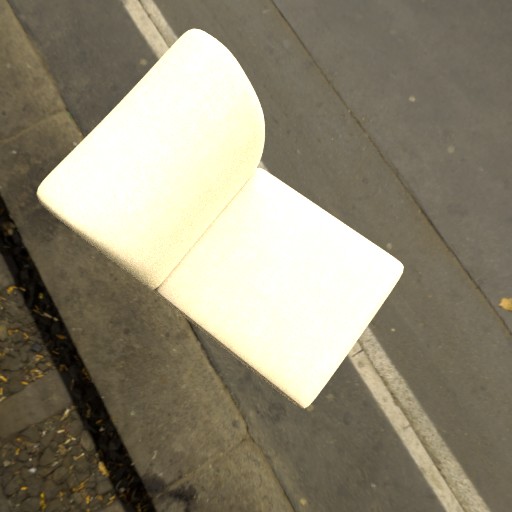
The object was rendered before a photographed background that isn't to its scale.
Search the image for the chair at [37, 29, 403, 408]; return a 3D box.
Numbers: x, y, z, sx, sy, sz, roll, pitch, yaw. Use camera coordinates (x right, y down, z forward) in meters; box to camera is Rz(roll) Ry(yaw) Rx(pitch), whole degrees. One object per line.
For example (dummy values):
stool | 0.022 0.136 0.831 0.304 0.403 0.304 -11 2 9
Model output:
chair | 0.000 0.000 1.270 0.754 0.833 0.521 37 79 9
